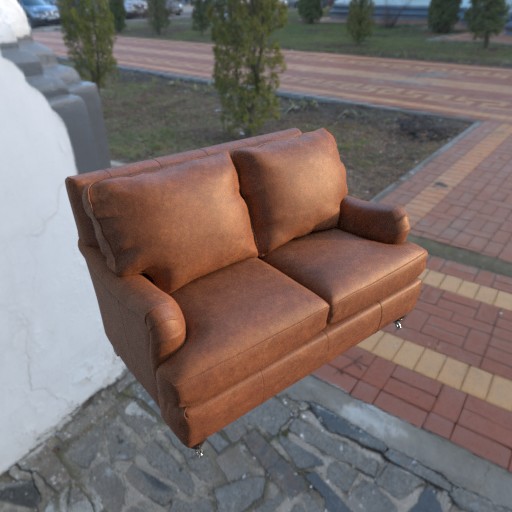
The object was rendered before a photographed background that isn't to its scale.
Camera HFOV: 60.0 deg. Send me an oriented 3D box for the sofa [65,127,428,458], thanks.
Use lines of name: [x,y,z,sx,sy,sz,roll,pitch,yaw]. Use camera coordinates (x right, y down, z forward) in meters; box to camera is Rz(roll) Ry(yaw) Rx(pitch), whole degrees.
sofa: [0.000,0.000,2.249,1.527,1.004,1.077,-22,37,-32]
